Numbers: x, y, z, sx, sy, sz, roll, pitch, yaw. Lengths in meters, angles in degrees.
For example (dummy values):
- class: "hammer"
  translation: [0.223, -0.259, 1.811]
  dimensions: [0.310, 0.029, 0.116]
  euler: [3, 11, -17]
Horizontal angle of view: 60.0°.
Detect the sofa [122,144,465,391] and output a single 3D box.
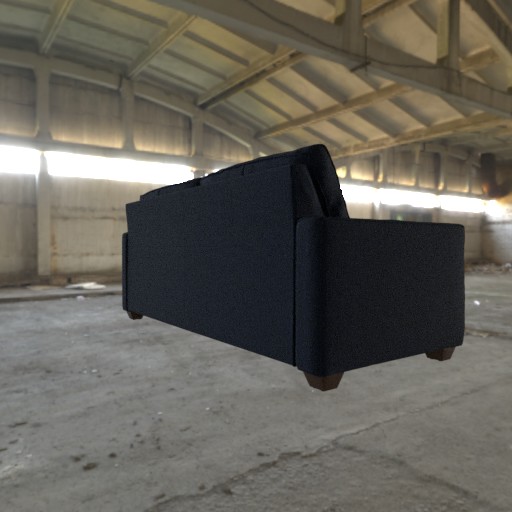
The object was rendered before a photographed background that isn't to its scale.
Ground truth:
- class: "sofa"
  translation: [0.000, 0.000, 2.585]
  dimensions: [0.940, 0.919, 2.080]
  euler: [-1, 1, -35]
